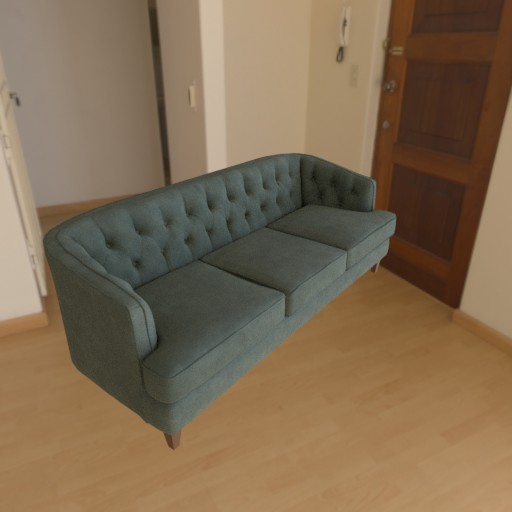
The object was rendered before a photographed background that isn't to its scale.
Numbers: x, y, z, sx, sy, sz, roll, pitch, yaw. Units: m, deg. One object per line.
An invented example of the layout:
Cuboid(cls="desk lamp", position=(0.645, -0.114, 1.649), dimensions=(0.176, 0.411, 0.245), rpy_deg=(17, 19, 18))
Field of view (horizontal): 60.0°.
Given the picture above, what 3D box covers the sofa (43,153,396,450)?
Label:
Cuboid(cls="sofa", position=(0.000, 0.000, 2.717), dimensions=(0.941, 0.855, 2.278), rpy_deg=(18, 31, 33))
